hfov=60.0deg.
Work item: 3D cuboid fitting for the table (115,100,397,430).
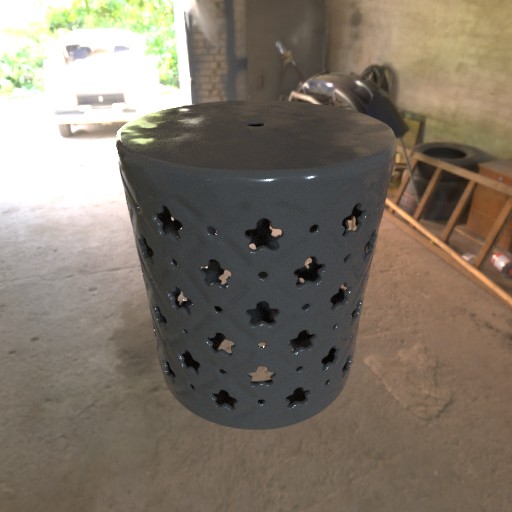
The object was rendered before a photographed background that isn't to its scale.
[{"bbox_3d":[0.000,0.000,0.659,0.352,0.387,0.352,0,30,0],"label":"table"}]
